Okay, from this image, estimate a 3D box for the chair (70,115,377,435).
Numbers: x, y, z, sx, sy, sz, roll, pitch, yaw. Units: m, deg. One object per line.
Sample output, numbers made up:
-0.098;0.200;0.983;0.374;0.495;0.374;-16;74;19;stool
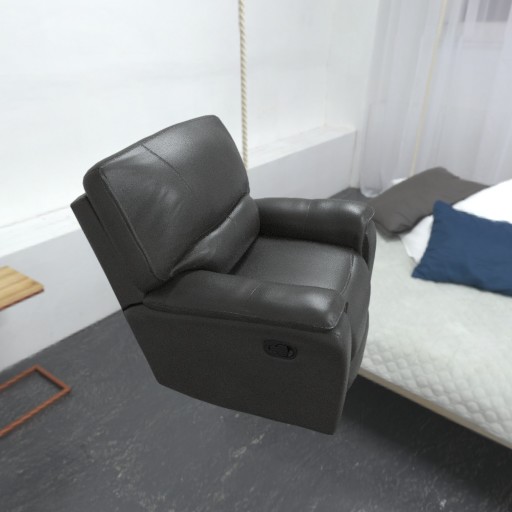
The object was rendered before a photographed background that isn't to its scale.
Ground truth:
0.000;0.000;2.048;1.087;1.109;1.096;10;31;17;chair
